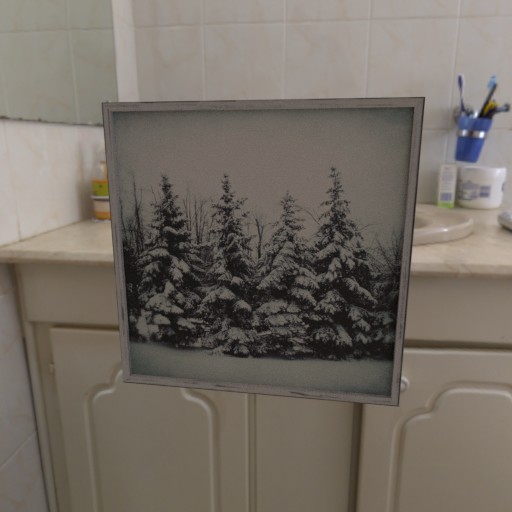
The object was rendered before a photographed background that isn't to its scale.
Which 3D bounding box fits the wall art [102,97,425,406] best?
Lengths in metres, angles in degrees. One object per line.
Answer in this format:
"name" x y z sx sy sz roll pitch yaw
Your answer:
"wall art" 0.000 0.000 0.763 0.506 0.506 0.038 2 14 9
